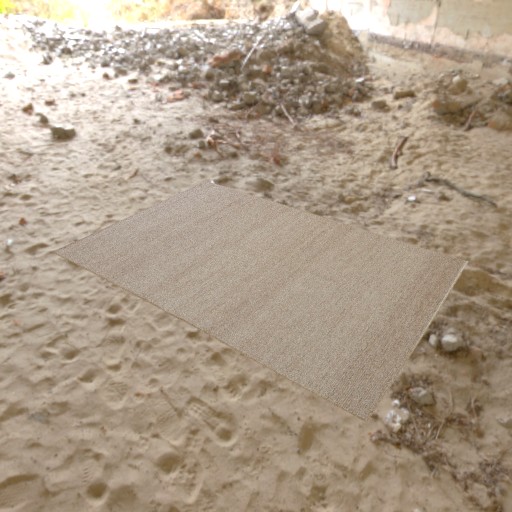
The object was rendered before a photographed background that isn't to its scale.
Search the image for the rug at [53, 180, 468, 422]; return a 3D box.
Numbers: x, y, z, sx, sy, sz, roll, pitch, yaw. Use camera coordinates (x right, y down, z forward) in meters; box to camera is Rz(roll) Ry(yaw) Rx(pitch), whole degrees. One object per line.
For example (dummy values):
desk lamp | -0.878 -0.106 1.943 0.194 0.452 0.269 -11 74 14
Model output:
rug | 0.000 0.000 2.991 2.346 0.029 1.574 21 38 31
